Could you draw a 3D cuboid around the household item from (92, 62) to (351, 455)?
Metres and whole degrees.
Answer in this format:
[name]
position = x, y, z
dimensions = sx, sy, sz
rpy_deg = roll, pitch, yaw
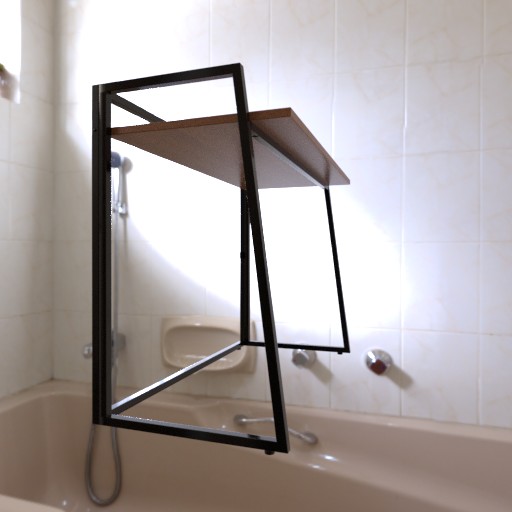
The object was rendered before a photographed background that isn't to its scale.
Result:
[household item]
position = 0.000, 0.000, 1.522
dimensions = 0.510, 0.860, 1.050
rpy_deg = 0, 0, 19
